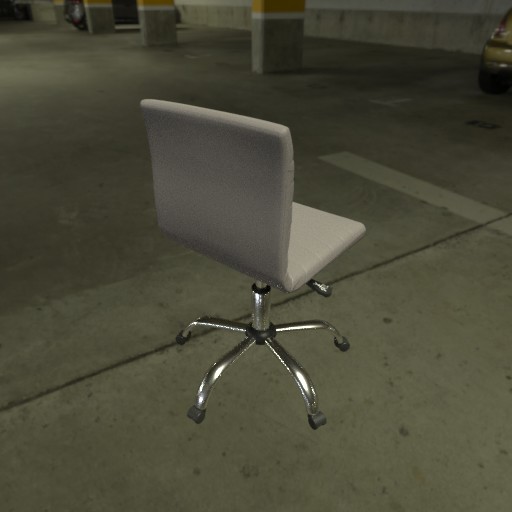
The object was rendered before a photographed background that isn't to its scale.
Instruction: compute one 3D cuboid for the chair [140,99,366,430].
[{"bbox_3d":[0.000,0.000,1.142,0.556,0.780,0.530,23,37,34],"label":"chair"}]
